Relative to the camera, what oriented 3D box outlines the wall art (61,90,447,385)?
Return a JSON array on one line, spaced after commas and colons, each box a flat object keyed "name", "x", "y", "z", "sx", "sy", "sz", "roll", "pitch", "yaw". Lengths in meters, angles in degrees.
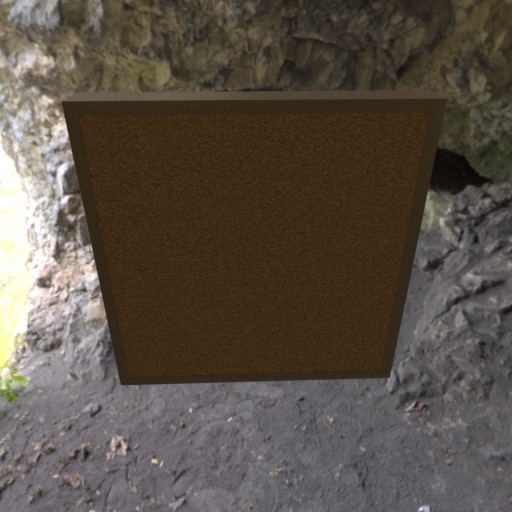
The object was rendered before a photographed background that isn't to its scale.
[{"name": "wall art", "x": 0.000, "y": 0.000, "z": 0.441, "sx": 0.304, "sy": 0.305, "sz": 0.038, "roll": -1, "pitch": 30, "yaw": -2}]
